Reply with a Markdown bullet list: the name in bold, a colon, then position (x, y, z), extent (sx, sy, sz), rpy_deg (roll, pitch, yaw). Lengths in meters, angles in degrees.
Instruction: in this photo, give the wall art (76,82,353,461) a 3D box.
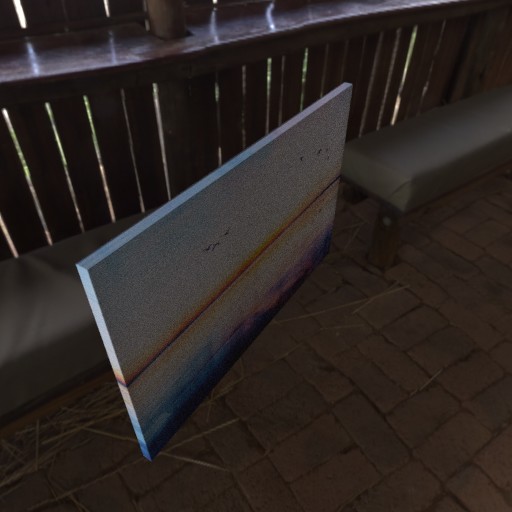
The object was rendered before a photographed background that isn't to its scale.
- **wall art**: position (0.000, 0.000, 1.411), extent (0.034, 0.756, 1.137), rpy_deg (24, 46, 25)
